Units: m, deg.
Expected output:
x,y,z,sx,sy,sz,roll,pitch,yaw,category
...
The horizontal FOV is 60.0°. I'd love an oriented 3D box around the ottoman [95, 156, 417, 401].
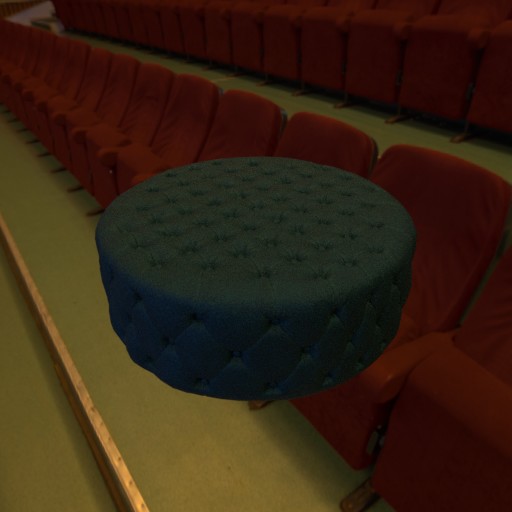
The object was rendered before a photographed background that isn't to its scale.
x,y,z,sx,sy,sz,roll,pitch,yaw,category
0.000,0.000,1.494,0.998,0.398,0.998,0,33,0,ottoman
